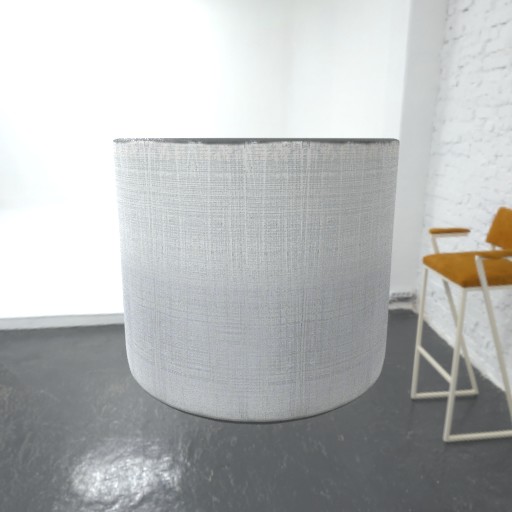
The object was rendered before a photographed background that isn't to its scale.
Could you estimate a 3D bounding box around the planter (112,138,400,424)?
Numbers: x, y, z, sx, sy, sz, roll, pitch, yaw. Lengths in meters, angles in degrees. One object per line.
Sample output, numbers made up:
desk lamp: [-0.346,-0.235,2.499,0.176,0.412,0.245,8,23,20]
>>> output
planter: [0.000,0.000,0.430,0.254,0.221,0.254,0,15,0]
